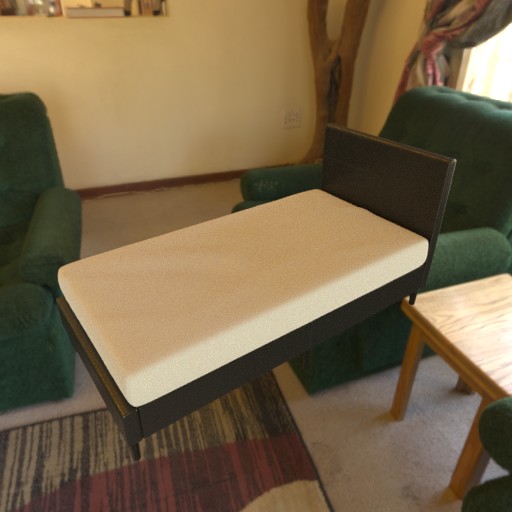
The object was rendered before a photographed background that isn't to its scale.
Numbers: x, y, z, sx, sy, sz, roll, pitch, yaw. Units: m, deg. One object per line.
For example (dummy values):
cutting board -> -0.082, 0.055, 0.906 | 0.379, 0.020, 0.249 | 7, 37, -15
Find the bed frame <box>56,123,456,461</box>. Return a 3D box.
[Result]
bed frame -> 0.000, 0.000, 2.484 | 2.152, 1.046, 1.038 | -20, 37, -30
